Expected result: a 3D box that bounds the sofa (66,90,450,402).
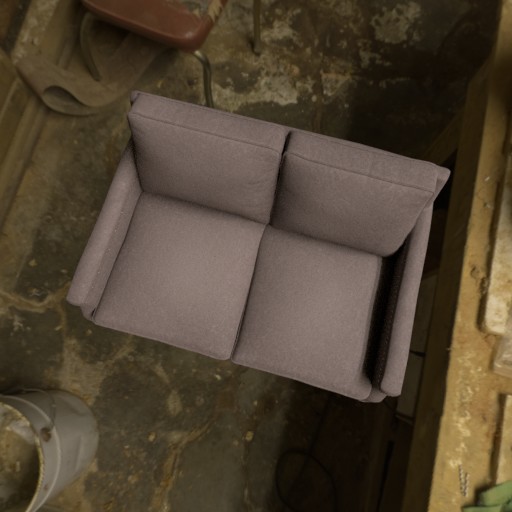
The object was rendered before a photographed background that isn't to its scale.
[{"bbox_3d":[0.000,0.000,2.231,1.597,1.003,1.084,15,76,4],"label":"sofa"}]
